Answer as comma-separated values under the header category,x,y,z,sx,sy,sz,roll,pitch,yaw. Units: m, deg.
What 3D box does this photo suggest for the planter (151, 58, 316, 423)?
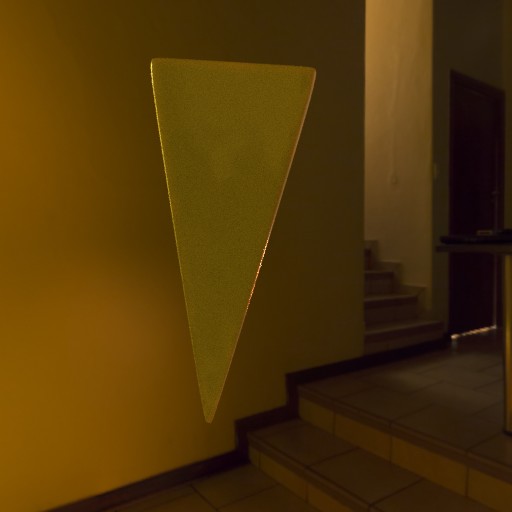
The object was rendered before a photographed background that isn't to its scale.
category,x,y,z,sx,sy,sz,roll,pitch,yaw
planter,0.000,0.000,0.217,0.064,0.178,0.080,1,2,34
